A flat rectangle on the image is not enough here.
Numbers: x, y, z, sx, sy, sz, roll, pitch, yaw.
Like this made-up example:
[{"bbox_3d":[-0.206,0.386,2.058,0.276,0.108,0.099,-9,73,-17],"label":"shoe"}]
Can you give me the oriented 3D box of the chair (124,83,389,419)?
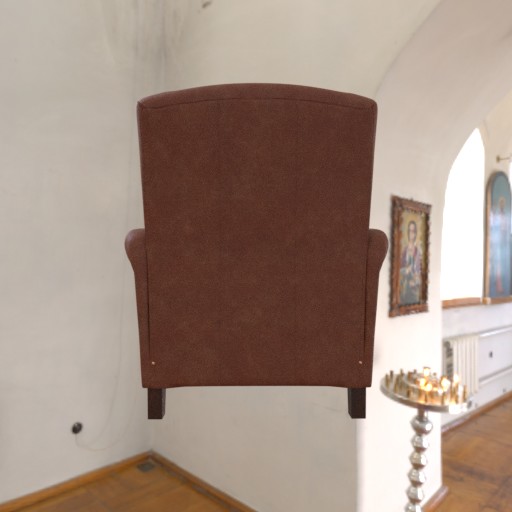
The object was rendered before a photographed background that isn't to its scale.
[{"bbox_3d":[0.000,0.000,1.772,0.978,1.061,0.902,0,0,-1],"label":"chair"}]
